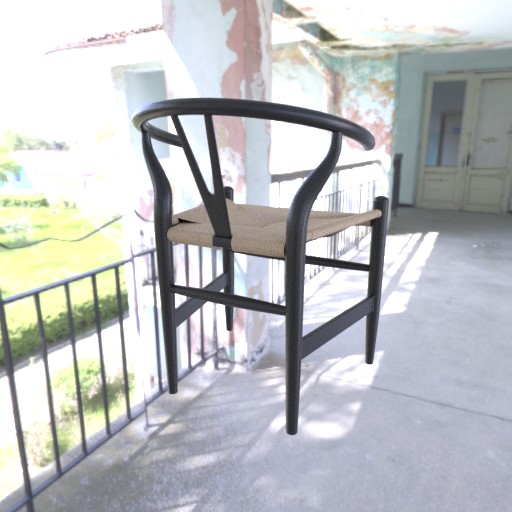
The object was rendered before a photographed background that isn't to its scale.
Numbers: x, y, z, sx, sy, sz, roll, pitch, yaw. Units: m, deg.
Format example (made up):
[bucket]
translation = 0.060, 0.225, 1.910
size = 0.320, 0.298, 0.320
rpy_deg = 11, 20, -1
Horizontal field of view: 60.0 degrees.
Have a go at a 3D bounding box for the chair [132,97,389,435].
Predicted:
[chair]
translation = 0.000, 0.000, 1.153
size = 0.570, 0.739, 0.570
rpy_deg = 8, 17, 27
